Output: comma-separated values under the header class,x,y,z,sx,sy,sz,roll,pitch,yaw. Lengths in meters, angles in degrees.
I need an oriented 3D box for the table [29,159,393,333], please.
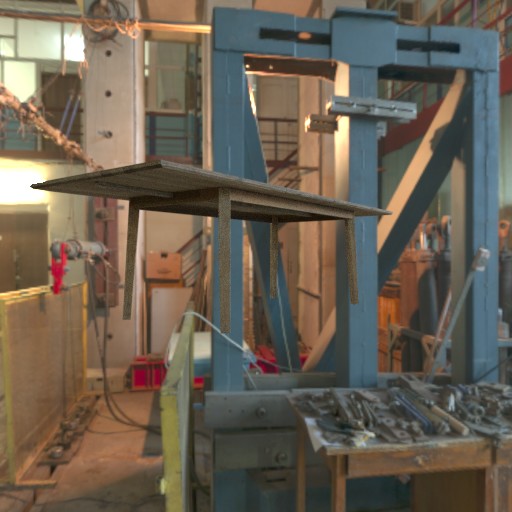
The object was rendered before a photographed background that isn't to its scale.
class,x,y,z,sx,sy,sz,roll,pitch,yaw
table,0.000,0.000,3.049,1.000,0.752,2.603,0,0,36
